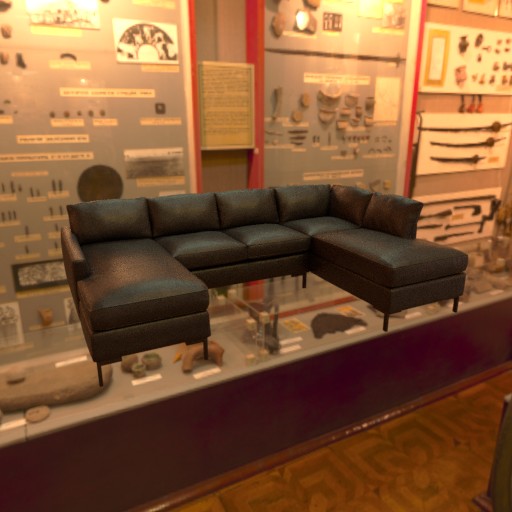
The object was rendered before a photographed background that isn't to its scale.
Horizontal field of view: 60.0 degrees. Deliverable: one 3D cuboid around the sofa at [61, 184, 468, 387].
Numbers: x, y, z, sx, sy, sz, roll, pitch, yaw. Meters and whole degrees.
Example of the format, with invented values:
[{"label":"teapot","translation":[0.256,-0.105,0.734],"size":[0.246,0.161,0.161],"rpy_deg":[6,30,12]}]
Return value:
[{"label":"sofa","translation":[0.000,0.000,3.810],"size":[2.956,0.900,1.939],"rpy_deg":[-8,19,-26]}]
